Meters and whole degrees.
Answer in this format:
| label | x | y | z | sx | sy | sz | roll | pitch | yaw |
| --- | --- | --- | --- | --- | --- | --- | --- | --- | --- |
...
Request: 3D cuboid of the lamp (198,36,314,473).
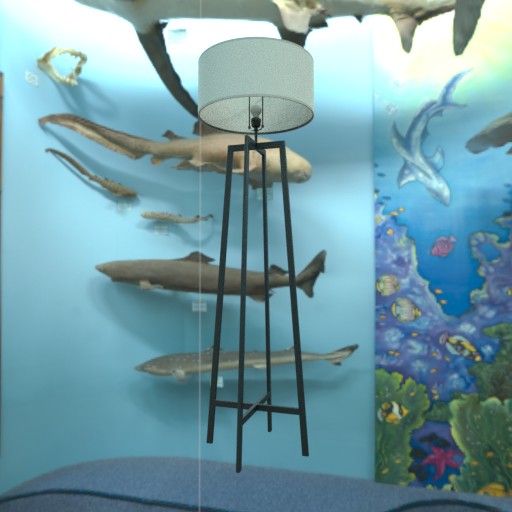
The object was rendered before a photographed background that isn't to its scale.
| label | x | y | z | sx | sy | sz | roll | pitch | yaw |
| --- | --- | --- | --- | --- | --- | --- | --- | --- | --- |
| lamp | 0.000 | 0.000 | 1.748 | 0.457 | 1.510 | 0.456 | 0 | -1 | 18 |
